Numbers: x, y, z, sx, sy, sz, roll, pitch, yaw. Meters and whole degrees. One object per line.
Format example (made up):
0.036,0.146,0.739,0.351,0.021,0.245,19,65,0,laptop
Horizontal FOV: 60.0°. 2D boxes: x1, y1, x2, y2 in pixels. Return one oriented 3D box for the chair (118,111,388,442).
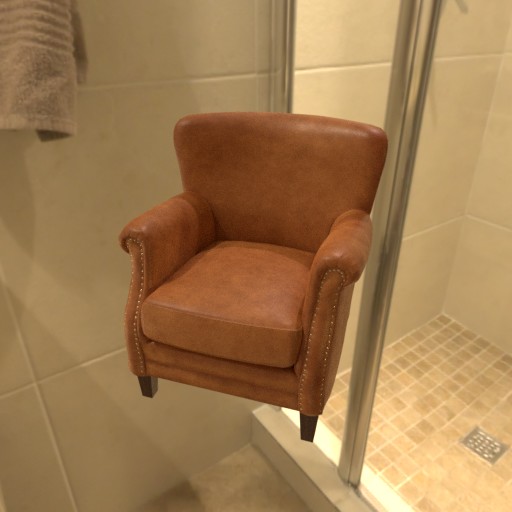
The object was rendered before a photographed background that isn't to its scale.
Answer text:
0.000,0.000,1.717,0.861,0.936,0.921,8,29,15,chair
